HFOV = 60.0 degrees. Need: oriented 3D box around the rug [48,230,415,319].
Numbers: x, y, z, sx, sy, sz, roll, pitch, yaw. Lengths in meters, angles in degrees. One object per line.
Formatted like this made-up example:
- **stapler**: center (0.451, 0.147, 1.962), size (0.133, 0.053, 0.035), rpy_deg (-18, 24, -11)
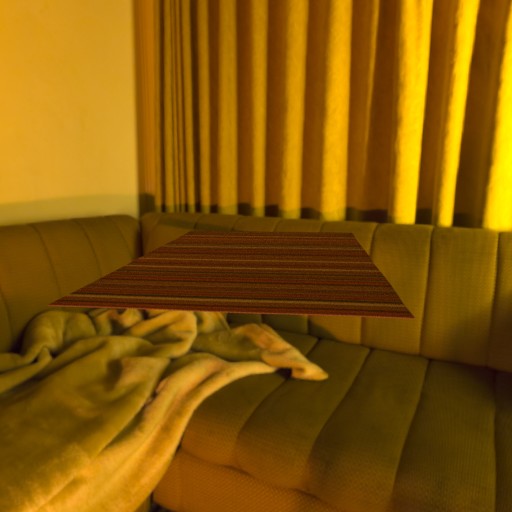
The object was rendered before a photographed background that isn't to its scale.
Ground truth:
- **rug**: center (0.000, 0.000, 2.998), size (1.523, 0.008, 2.438), rpy_deg (1, 11, 6)
